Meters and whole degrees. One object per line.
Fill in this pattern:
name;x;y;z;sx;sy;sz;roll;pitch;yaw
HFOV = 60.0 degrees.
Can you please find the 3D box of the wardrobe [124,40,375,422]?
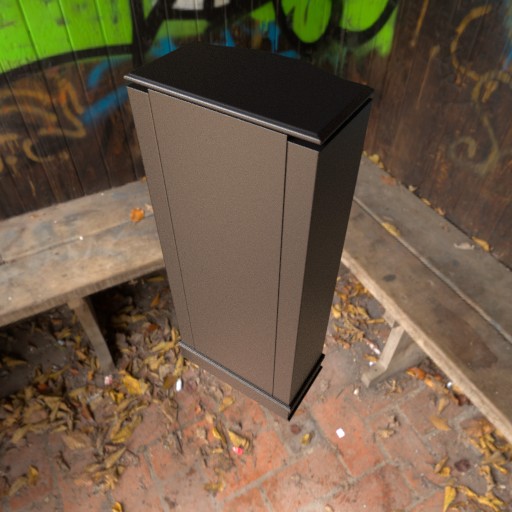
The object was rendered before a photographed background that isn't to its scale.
wardrobe;0.000;0.000;1.213;0.444;1.011;0.295;25;51;22
